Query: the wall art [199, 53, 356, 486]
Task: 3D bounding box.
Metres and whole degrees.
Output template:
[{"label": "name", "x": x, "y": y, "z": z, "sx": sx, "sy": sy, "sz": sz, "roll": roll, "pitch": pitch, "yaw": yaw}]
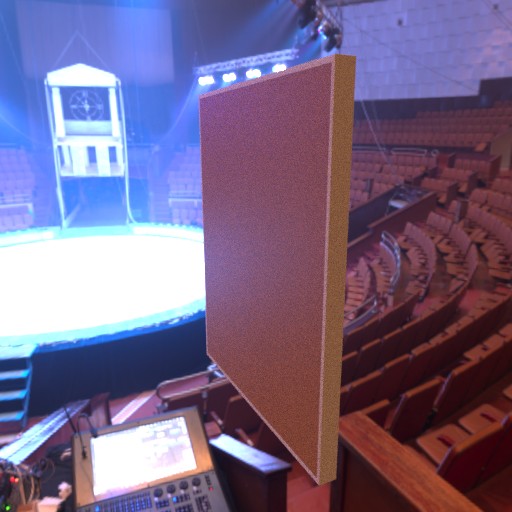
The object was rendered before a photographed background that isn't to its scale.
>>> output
[{"label": "wall art", "x": 0.000, "y": 0.000, "z": 0.740, "sx": 0.030, "sy": 0.549, "sz": 0.443, "roll": -7, "pitch": 15, "yaw": -26}]
